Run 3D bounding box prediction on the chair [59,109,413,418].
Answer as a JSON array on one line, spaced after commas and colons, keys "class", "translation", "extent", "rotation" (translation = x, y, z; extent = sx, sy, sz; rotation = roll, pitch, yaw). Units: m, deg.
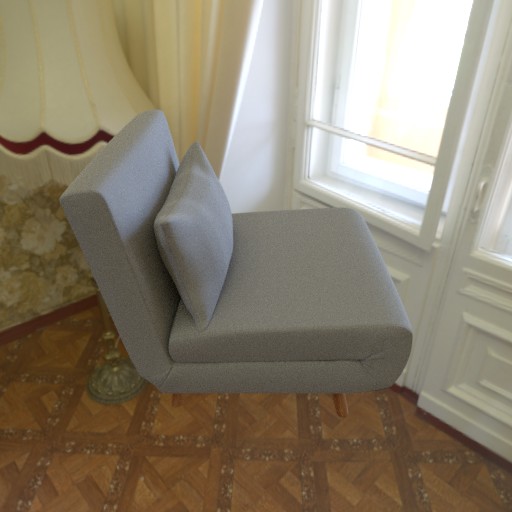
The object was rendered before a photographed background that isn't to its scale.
[{"class": "chair", "translation": [0.000, 0.000, 1.503], "extent": [0.902, 0.808, 0.770], "rotation": [0, 31, 0]}]
